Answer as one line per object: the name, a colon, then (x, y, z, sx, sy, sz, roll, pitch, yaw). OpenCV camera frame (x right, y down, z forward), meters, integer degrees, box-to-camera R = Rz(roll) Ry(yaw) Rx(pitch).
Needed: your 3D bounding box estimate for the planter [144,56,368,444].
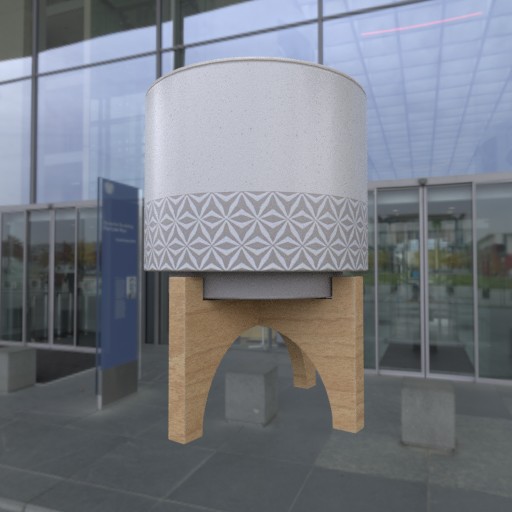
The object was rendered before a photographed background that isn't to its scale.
planter: (0.000, 0.000, 0.507, 0.249, 0.343, 0.249, 0, -2, 0)
